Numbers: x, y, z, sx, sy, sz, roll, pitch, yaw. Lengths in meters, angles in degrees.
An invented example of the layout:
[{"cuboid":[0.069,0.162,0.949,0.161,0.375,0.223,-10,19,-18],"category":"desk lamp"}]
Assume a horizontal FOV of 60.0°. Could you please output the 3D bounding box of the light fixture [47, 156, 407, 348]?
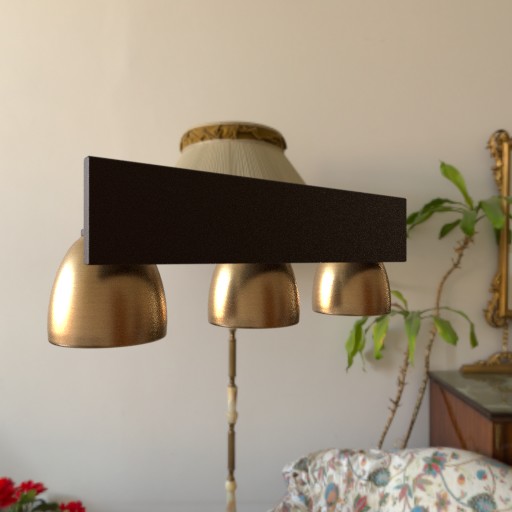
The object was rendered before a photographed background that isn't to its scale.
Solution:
[{"cuboid":[0.000,0.000,0.676,0.582,0.204,0.157,0,0,-37],"category":"light fixture"}]
